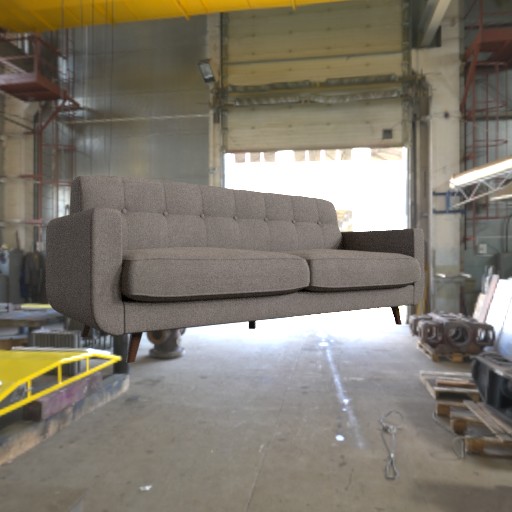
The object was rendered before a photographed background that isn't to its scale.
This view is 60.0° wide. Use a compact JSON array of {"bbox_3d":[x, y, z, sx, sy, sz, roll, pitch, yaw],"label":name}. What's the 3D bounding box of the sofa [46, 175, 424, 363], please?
[{"bbox_3d":[0.000,0.000,2.506,2.029,0.841,0.909,0,0,-35],"label":"sofa"}]
